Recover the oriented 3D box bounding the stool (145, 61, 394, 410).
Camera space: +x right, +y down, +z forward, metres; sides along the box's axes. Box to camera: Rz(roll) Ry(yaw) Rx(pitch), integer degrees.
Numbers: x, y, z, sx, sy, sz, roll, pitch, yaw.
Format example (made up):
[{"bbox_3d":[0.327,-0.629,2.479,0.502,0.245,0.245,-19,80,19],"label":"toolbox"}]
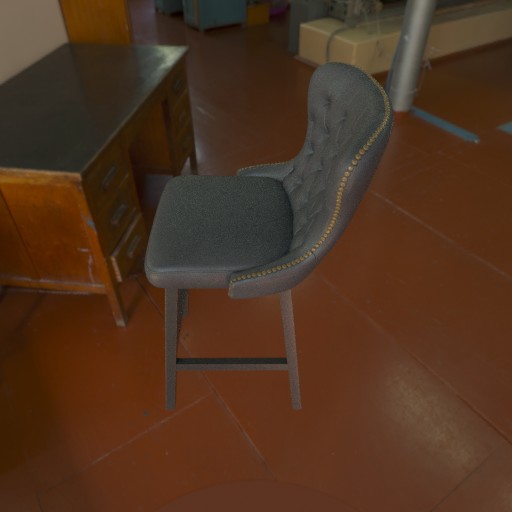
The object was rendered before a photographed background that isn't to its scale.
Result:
[{"bbox_3d":[0.000,0.000,1.293,0.593,0.971,0.528,0,42,0],"label":"stool"}]
